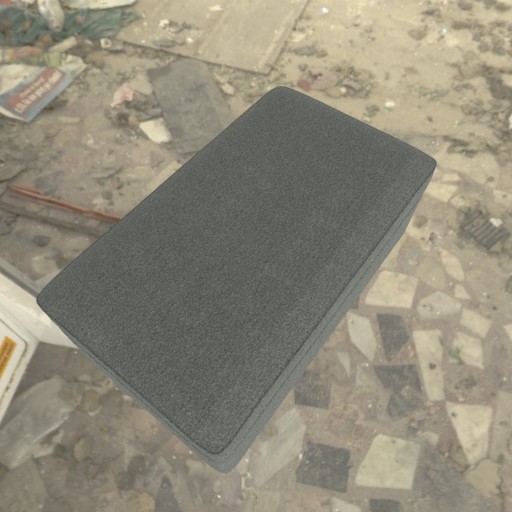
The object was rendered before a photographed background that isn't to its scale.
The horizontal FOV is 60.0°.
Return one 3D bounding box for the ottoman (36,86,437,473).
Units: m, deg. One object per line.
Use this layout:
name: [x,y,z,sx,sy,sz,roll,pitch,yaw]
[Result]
ottoman: [0.000,0.000,1.515,0.681,0.494,1.173,33,64,19]
